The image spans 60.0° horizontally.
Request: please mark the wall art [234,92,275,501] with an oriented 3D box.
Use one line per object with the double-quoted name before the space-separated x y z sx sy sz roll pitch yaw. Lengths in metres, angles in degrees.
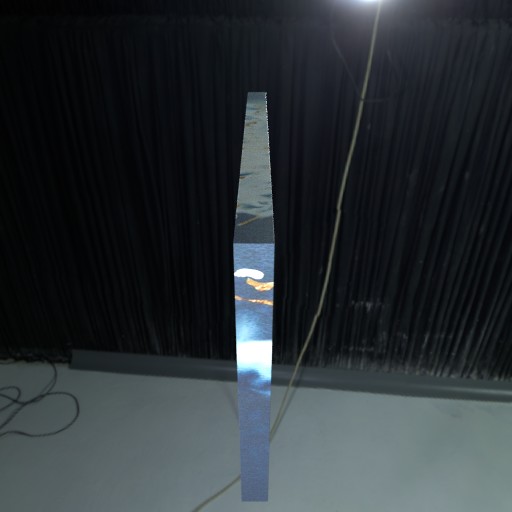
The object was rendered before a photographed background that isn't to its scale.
"wall art" 0.000 0.000 0.751 0.036 0.405 0.607 0 32 0
